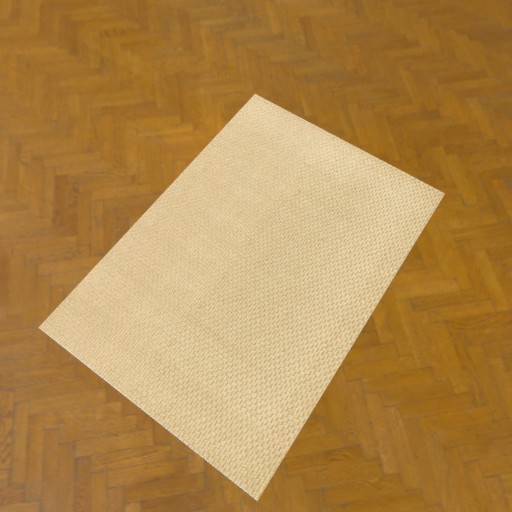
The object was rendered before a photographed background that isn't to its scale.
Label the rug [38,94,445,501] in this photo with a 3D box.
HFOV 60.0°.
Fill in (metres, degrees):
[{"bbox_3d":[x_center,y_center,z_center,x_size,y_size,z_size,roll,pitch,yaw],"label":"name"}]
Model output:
[{"bbox_3d":[0.000,0.000,2.701,1.509,0.013,2.144,32,69,14],"label":"rug"}]
